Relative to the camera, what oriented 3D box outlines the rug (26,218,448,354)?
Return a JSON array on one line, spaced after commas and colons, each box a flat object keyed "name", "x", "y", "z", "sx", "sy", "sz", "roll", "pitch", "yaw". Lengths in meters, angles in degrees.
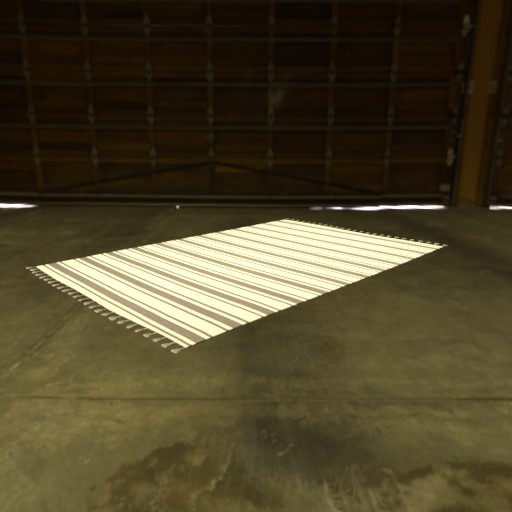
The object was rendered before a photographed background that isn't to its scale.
[{"name": "rug", "x": 0.000, "y": 0.000, "z": 2.966, "sx": 2.425, "sy": 0.014, "sz": 1.563, "roll": -14, "pitch": 21, "yaw": -43}]
